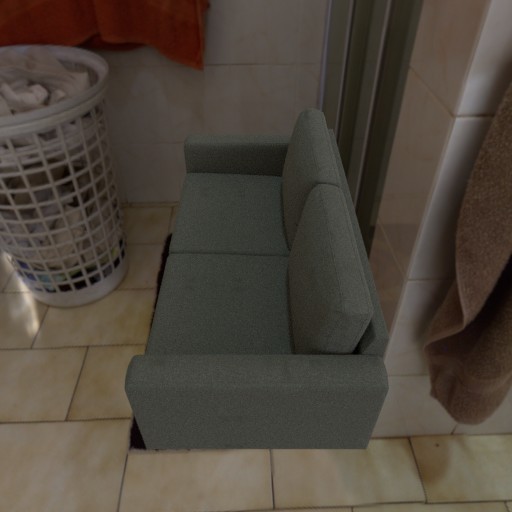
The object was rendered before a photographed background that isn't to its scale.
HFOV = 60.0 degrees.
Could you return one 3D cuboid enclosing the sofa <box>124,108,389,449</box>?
[{"bbox_3d":[0.000,0.000,2.219,0.889,0.897,1.730,0,42,0],"label":"sofa"}]
